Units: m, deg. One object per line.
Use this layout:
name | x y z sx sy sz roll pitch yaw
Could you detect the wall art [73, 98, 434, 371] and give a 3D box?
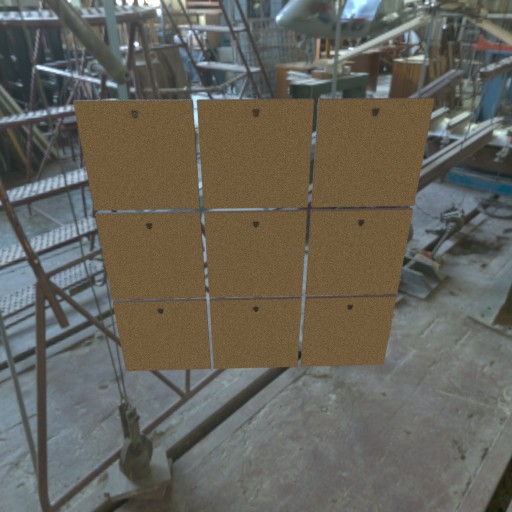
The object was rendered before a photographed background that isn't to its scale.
wall art | 0.000 0.000 1.801 1.221 1.218 0.024 -1 30 -2
